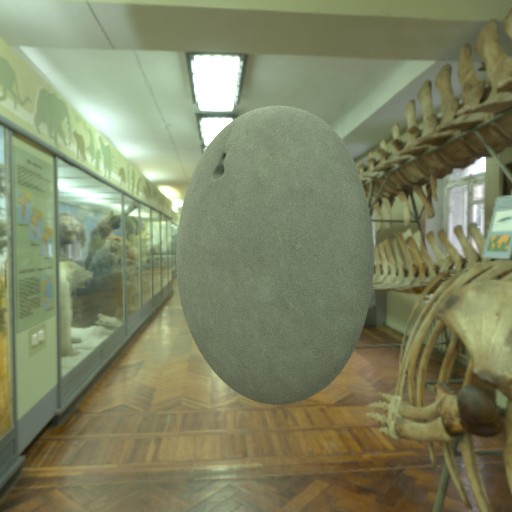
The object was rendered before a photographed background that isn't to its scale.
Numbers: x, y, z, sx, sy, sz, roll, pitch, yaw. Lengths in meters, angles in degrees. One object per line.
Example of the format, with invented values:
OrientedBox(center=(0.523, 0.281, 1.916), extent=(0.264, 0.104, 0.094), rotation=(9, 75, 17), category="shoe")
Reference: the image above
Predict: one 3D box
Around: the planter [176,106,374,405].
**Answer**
OrientedBox(center=(0.000, 0.000, 0.289), extent=(0.071, 0.188, 0.185), rotation=(-1, 2, -36), category="planter")
